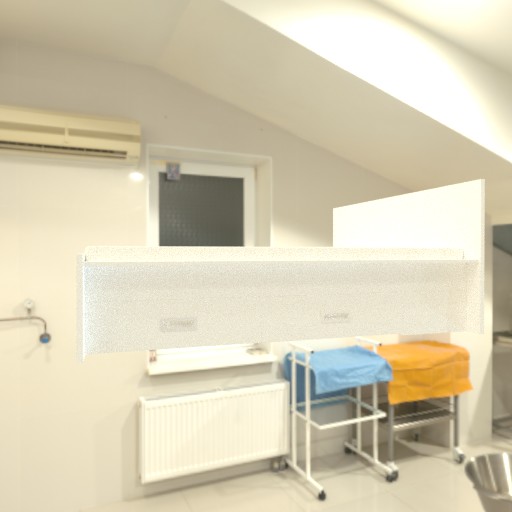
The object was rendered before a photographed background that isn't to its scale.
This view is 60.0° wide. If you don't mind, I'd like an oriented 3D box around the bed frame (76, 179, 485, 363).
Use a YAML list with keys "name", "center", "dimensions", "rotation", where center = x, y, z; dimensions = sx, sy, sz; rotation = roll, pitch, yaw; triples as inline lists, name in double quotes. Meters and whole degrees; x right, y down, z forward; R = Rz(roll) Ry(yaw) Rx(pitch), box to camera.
- name: "bed frame"
  center: [0.000, 0.000, 2.764]
  dimensions: [1.960, 0.800, 1.622]
  rotation: [0, 1, -18]
